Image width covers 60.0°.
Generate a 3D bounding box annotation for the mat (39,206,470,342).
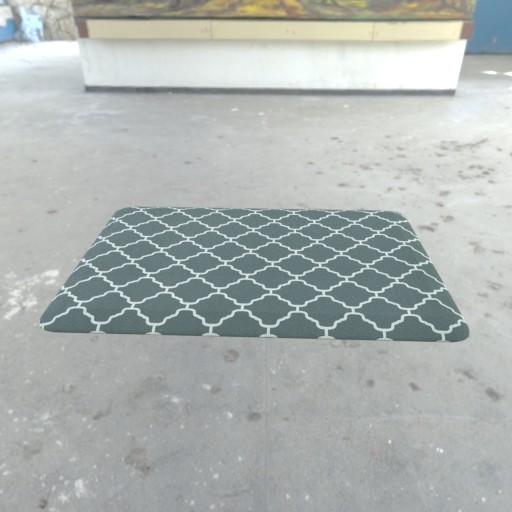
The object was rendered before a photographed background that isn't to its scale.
[{"bbox_3d":[0.000,0.000,0.970,0.762,0.021,0.508,1,31,2],"label":"mat"}]
